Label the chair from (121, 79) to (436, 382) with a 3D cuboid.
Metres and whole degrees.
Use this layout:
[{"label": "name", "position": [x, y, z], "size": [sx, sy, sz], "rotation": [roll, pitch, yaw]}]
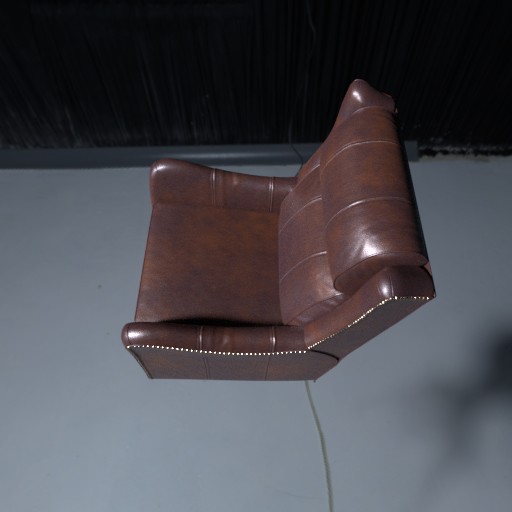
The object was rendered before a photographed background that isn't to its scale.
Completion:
[{"label": "chair", "position": [0.000, 0.000, 1.831], "size": [1.008, 1.084, 0.869], "rotation": [1, 60, 0]}]
